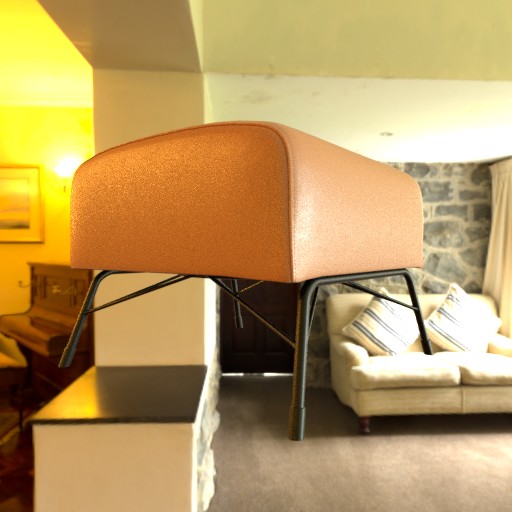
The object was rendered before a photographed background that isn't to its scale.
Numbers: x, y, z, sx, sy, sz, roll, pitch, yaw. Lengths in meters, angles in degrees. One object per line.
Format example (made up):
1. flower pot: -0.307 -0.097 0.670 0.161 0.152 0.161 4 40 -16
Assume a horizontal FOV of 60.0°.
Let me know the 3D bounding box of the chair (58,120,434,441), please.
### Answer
1. chair: 0.000 0.000 0.870 0.530 0.410 0.530 1 1 38
